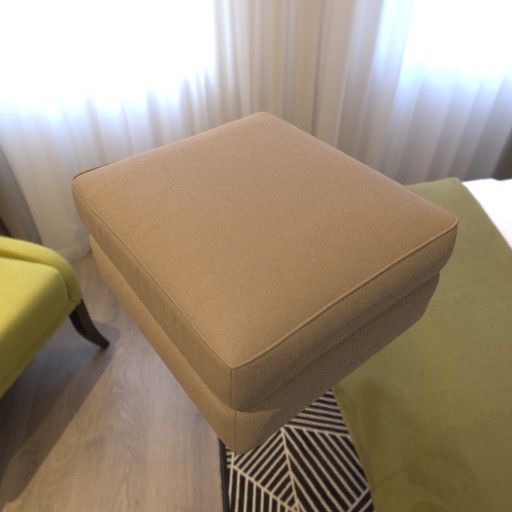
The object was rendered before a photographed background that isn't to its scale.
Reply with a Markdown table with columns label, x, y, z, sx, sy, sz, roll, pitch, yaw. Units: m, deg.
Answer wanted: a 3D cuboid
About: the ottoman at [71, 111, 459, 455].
| label | x | y | z | sx | sy | sz | roll | pitch | yaw |
| --- | --- | --- | --- | --- | --- | --- | --- | --- | --- |
| ottoman | 0.000 | 0.000 | 1.150 | 0.662 | 0.505 | 0.721 | -28 | 50 | -27 |
